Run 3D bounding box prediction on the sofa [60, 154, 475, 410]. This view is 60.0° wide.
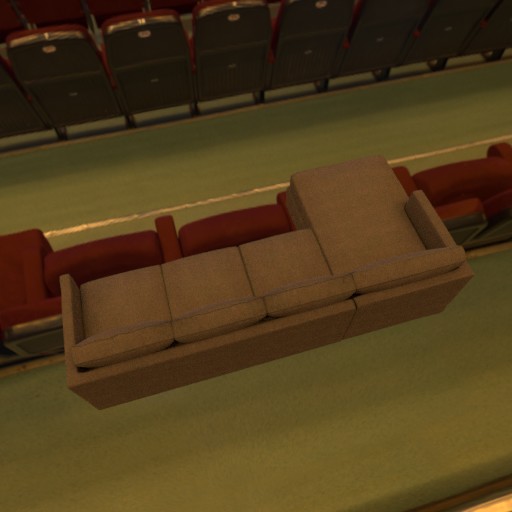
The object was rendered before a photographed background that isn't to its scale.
[{"bbox_3d":[0.000,0.000,3.918,3.205,0.922,1.650,-14,60,-8],"label":"sofa"}]
